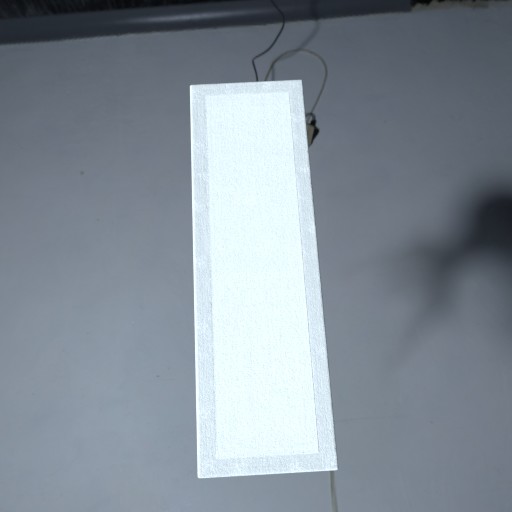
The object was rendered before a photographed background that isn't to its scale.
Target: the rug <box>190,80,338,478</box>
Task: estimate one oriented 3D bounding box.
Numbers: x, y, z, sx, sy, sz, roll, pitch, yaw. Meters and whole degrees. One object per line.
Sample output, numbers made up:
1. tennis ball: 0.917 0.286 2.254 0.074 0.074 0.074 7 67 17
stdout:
1. rug: 0.000 0.000 2.691 0.759 0.012 2.430 -3 75 -1
